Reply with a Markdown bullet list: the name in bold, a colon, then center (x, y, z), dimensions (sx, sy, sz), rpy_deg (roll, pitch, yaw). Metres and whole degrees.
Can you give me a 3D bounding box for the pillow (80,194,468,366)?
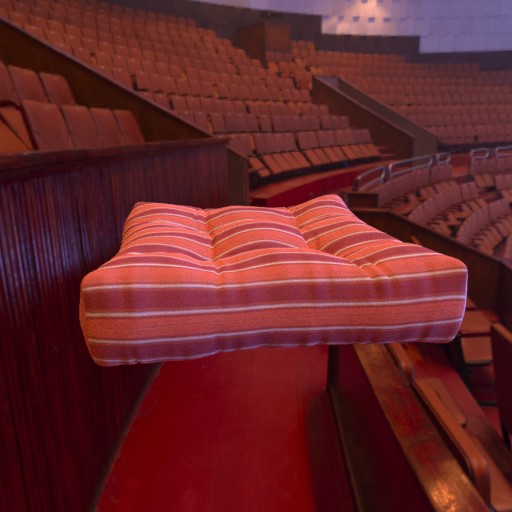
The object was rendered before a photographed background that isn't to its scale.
- **pillow**: center (0.000, 0.000, 0.728), dimensions (0.468, 0.133, 0.490), rpy_deg (-2, 16, -8)
